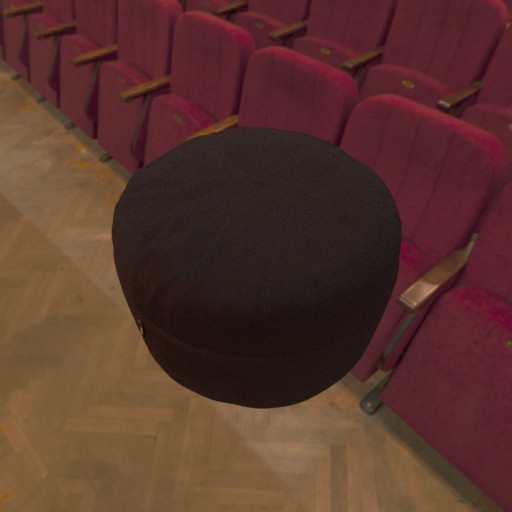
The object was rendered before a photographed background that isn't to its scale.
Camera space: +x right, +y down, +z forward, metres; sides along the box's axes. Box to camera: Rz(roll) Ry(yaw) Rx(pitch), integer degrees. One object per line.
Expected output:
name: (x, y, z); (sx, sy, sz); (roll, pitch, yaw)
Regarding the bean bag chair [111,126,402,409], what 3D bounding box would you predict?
bean bag chair: (0.000, 0.000, 2.018); (1.219, 0.762, 1.219); (0, 46, 0)
